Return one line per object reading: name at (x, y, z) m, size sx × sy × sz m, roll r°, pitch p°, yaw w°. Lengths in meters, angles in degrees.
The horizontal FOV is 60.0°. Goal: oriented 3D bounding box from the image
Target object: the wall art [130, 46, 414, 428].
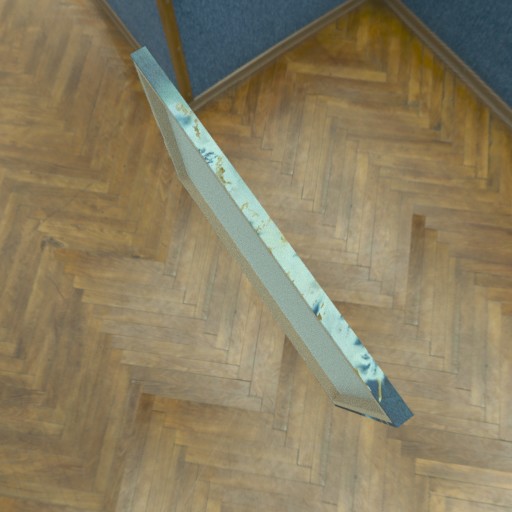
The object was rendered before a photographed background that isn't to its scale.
wall art at (0.000, 0.000, 1.151) m, size 0.038 × 0.608 × 0.912 m, roll -33°, pitch 77°, yaw -9°
